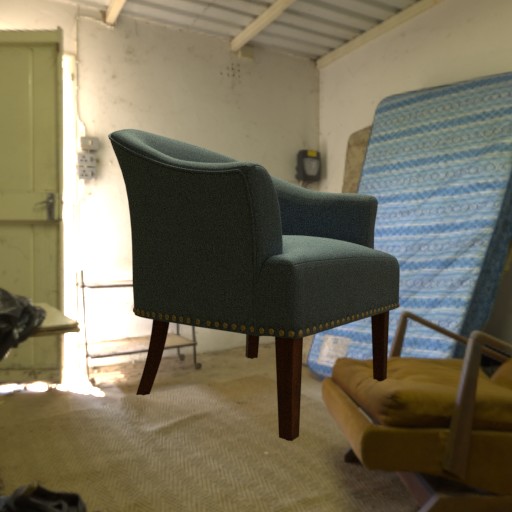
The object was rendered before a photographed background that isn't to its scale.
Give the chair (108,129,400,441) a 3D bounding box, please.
[{"bbox_3d":[0.000,0.000,1.397,0.704,0.815,0.772,0,1,36],"label":"chair"}]
